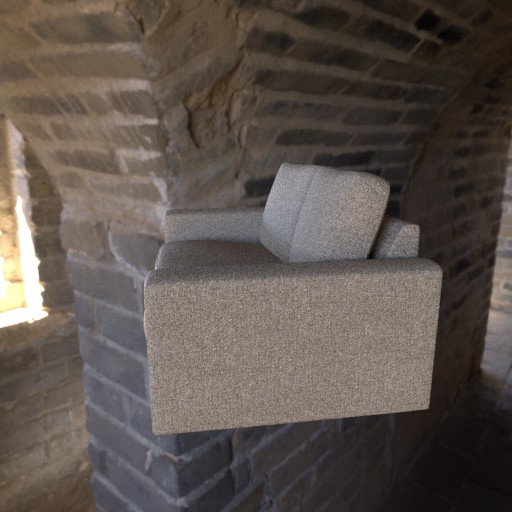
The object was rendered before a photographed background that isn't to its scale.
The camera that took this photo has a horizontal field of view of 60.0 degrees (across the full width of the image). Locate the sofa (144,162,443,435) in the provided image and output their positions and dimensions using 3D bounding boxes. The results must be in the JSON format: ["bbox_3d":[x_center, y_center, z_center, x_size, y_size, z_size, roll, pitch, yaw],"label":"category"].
[{"bbox_3d":[0.000,0.000,2.194,1.016,0.873,1.616,-2,14,-9],"label":"sofa"}]
